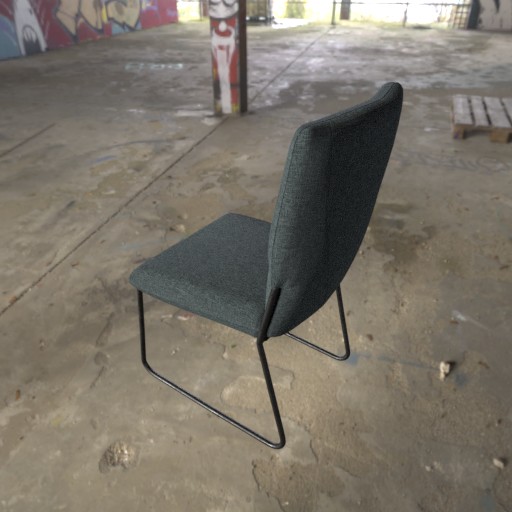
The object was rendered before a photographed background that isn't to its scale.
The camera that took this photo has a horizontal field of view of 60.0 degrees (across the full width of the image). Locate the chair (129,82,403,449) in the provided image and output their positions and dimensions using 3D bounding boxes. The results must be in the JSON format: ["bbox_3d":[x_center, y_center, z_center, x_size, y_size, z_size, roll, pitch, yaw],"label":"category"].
[{"bbox_3d":[0.000,0.000,1.258,0.635,0.931,0.480,21,38,29],"label":"chair"}]
